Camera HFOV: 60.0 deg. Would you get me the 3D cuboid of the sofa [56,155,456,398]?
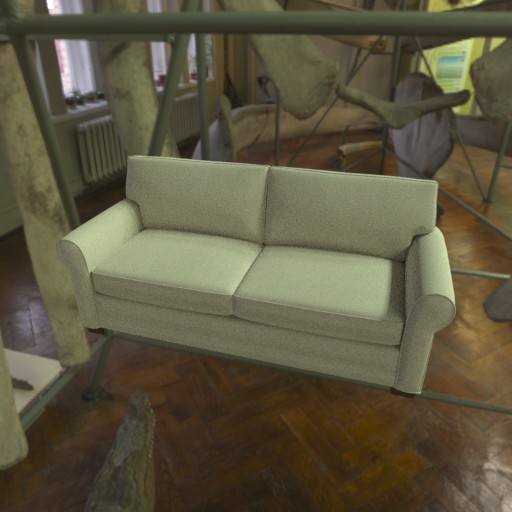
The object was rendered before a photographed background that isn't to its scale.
[{"bbox_3d":[0.000,0.000,2.676,2.146,0.962,0.901,8,29,15],"label":"sofa"}]
